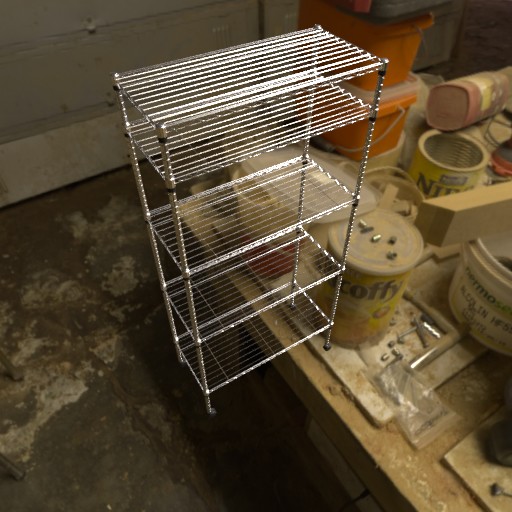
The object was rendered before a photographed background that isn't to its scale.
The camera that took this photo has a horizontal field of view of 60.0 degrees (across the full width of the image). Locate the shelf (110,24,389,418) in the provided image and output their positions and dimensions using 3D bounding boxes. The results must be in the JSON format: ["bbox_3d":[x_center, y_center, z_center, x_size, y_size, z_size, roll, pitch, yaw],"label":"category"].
[{"bbox_3d":[0.000,0.000,1.855,0.762,1.587,0.356,-24,50,-21],"label":"shelf"}]
